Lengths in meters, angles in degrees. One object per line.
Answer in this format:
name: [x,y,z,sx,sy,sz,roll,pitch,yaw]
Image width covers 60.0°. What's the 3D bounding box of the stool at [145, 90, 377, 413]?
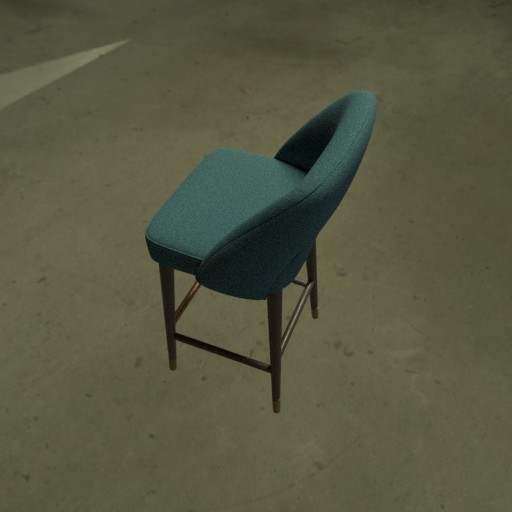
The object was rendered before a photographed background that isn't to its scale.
stool: [0.000,0.000,1.371,0.522,1.032,0.536,18,50,16]
